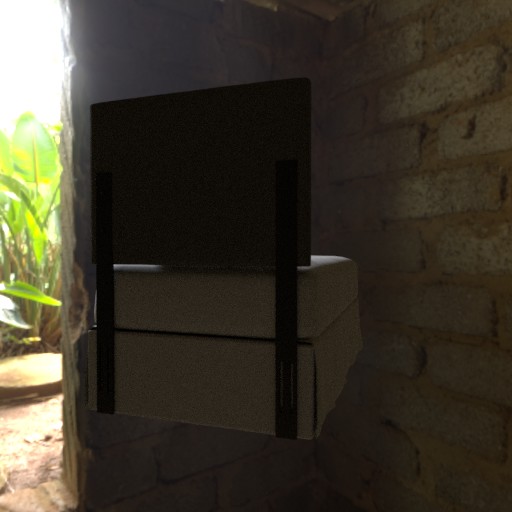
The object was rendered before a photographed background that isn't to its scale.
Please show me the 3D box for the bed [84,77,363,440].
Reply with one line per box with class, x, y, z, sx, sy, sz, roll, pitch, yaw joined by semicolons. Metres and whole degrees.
bed;0.000;0.000;3.005;1.261;1.571;1.997;0;1;18
